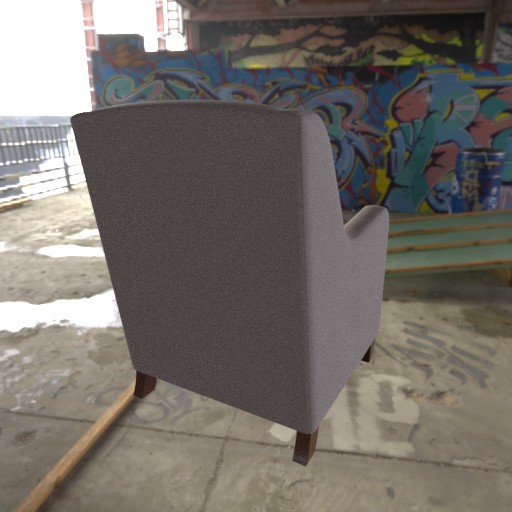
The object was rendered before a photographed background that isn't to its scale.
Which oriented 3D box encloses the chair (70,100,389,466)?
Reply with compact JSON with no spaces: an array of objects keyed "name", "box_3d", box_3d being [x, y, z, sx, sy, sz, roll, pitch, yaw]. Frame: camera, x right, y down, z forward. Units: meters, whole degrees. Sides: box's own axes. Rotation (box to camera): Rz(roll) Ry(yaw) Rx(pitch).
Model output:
[{"name":"chair","box_3d":[0.000,0.000,1.548,0.715,1.010,0.863,10,20,29]}]
